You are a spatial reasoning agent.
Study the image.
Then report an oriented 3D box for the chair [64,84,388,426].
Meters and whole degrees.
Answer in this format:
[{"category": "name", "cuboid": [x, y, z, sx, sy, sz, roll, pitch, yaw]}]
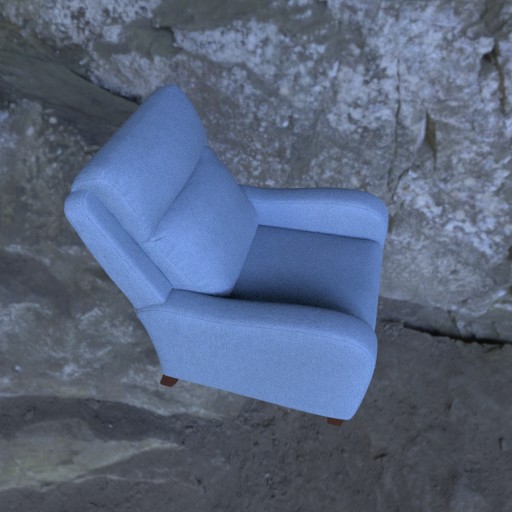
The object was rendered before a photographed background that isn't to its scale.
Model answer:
[{"category": "chair", "cuboid": [0.000, 0.000, 1.730, 0.988, 1.067, 0.785, 11, 47, 10]}]
